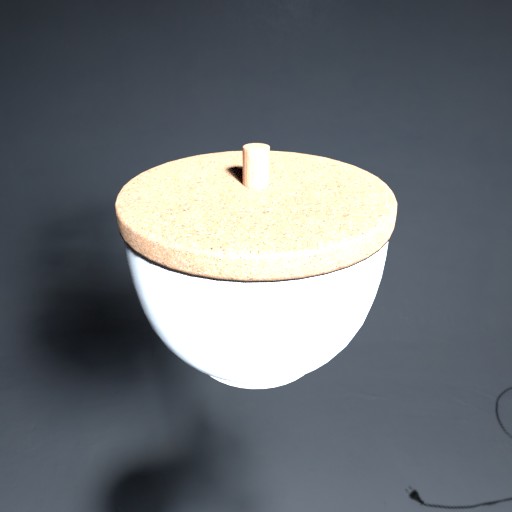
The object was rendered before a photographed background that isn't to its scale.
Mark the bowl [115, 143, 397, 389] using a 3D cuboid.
[{"bbox_3d":[0.000,0.000,0.221,0.126,0.110,0.126,0,29,0],"label":"bowl"}]
